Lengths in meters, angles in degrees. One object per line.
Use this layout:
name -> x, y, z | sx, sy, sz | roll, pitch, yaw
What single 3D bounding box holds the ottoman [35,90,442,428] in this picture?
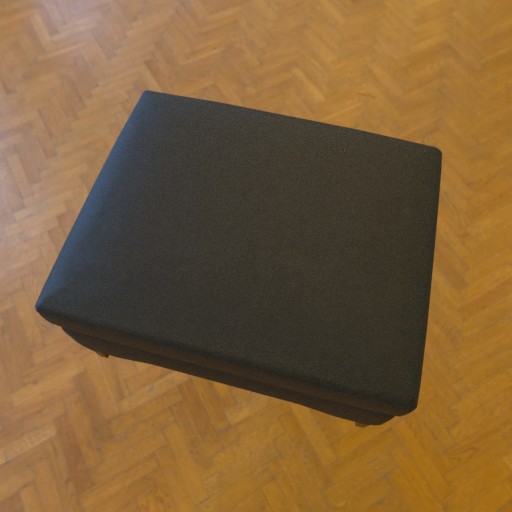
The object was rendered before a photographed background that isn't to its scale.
ottoman -> 0.000, 0.000, 1.724 | 1.187, 0.696, 0.967 | 13, 65, 6
